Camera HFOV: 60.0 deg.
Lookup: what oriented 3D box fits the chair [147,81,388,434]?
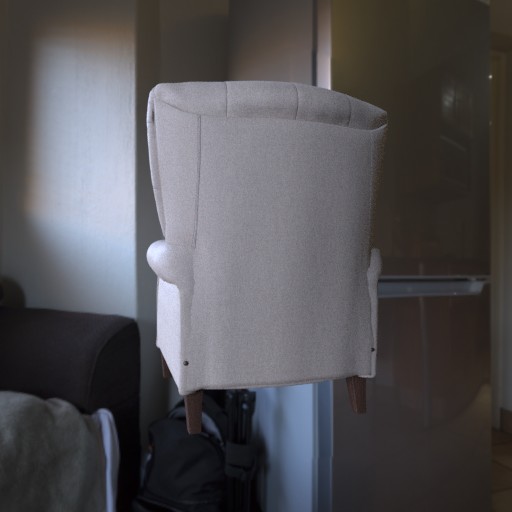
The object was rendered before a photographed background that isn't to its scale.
[{"bbox_3d":[0.000,0.000,1.903,0.942,1.209,1.025,0,0,-17],"label":"chair"}]
